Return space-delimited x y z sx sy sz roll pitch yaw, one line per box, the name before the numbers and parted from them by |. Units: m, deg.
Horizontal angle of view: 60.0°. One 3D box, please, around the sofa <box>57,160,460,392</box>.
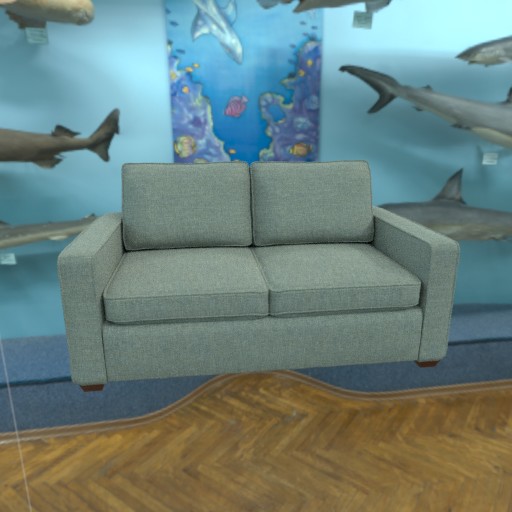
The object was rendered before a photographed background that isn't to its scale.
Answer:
sofa | 0.000 0.000 2.283 1.706 0.915 0.945 -2 17 -7
